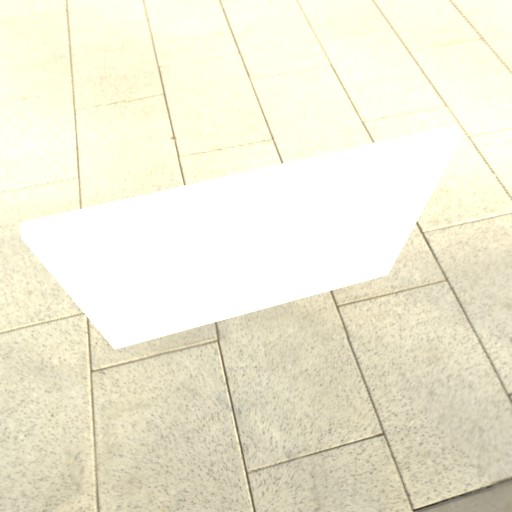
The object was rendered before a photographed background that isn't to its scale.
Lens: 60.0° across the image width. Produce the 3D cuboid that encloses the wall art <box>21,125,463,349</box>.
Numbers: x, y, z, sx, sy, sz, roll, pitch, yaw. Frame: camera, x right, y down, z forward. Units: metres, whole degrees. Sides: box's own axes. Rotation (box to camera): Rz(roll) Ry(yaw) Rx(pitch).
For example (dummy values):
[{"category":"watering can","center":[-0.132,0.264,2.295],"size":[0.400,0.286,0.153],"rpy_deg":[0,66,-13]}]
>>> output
[{"category":"wall art","center":[0.000,0.000,1.664],"size":[1.308,0.902,0.051],"rpy_deg":[-14,61,-8]}]
